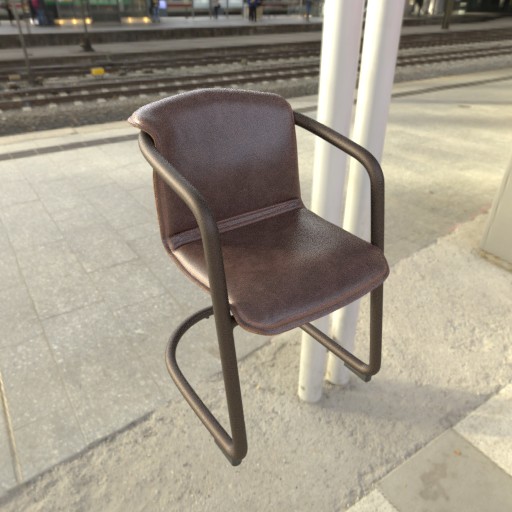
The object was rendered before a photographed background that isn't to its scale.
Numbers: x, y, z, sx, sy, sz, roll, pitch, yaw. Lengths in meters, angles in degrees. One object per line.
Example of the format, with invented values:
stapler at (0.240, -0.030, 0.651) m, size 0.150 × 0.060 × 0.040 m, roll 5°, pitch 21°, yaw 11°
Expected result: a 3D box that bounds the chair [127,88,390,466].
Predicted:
chair at (0.000, 0.000, 1.259) m, size 0.536 × 0.836 × 0.664 m, roll -20°, pitch 35°, yaw -31°
